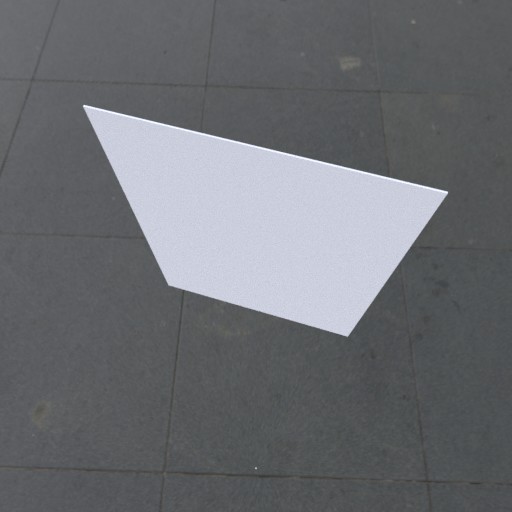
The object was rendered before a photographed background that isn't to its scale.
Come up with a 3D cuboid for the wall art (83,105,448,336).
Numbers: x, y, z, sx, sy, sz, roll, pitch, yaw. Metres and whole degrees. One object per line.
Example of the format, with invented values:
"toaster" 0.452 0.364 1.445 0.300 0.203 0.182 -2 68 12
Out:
"wall art" 0.000 0.000 0.809 0.457 0.610 0.003 15 65 7
